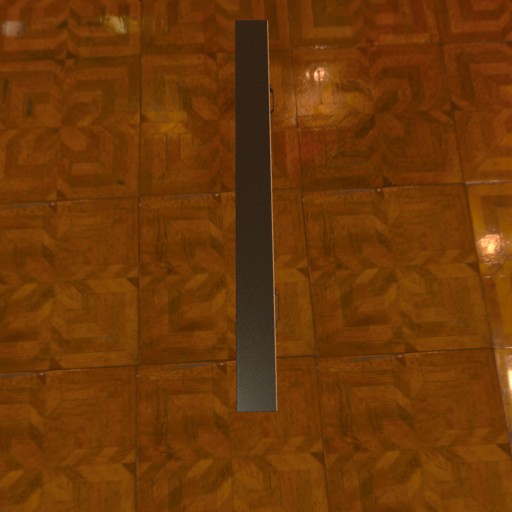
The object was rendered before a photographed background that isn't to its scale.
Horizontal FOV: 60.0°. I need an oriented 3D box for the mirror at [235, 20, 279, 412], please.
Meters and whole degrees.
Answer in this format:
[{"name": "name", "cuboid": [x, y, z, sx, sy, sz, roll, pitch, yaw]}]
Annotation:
[{"name": "mirror", "cuboid": [0.000, 0.000, 0.682, 0.041, 0.509, 0.406, -1, 76, 0]}]
